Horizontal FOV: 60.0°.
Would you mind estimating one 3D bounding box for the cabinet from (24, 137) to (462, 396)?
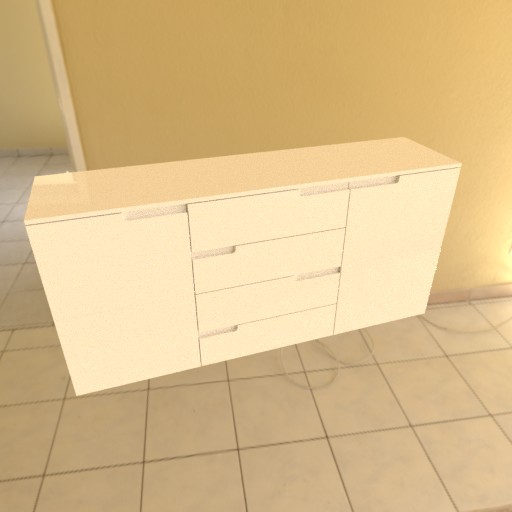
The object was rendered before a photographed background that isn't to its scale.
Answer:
[{"bbox_3d":[0.000,0.000,1.963,1.650,0.800,0.400,-10,32,-16],"label":"cabinet"}]
